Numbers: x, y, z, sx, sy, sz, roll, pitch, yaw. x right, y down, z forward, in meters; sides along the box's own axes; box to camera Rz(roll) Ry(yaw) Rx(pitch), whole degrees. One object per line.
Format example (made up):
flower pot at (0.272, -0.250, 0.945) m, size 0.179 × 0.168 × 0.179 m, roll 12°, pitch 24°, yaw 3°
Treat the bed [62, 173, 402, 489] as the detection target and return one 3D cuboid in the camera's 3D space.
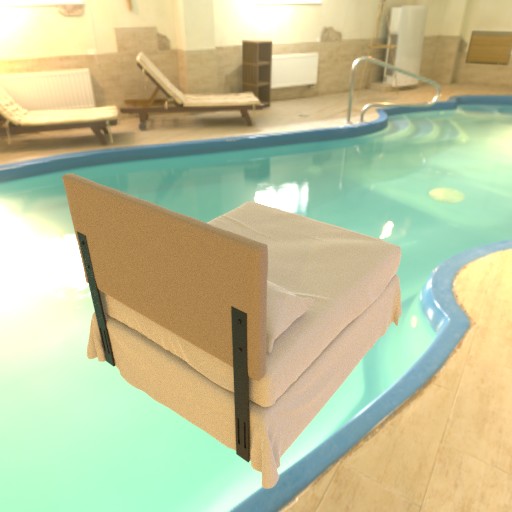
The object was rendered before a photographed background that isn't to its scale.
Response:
bed at (0.000, 0.000, 3.528) m, size 1.936 × 1.577 × 2.222 m, roll 21°, pitch 36°, yaw 32°
